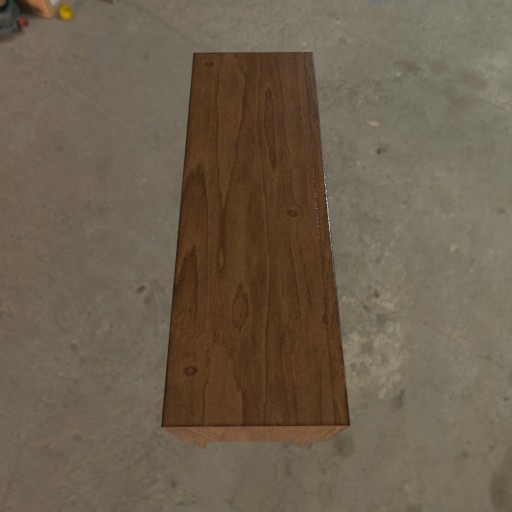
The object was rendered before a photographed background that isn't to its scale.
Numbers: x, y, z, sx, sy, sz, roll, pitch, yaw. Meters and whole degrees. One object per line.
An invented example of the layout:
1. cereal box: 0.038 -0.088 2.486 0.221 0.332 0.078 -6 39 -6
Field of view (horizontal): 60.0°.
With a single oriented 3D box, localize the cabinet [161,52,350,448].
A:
1. cabinet: 0.000 0.000 1.757 0.477 0.802 1.363 0 62 0
